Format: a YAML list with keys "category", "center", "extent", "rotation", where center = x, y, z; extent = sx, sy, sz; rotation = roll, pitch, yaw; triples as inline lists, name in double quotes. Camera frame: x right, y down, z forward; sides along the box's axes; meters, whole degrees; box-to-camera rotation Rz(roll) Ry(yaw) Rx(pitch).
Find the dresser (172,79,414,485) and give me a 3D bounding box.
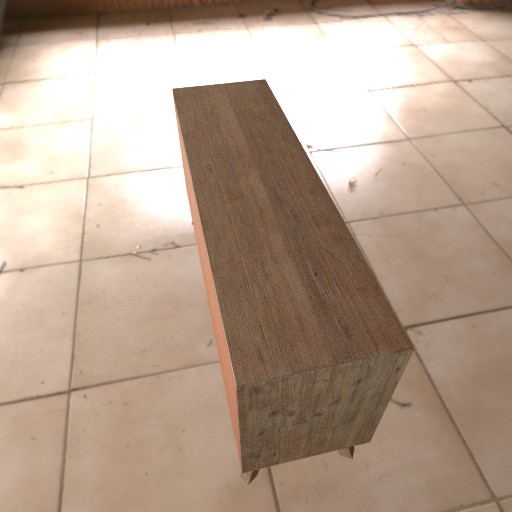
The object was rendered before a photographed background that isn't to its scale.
- category: "dresser"
  center: [0.000, 0.000, 1.885]
  extent: [0.455, 0.805, 1.554]
  rotation: [-9, 47, -9]
